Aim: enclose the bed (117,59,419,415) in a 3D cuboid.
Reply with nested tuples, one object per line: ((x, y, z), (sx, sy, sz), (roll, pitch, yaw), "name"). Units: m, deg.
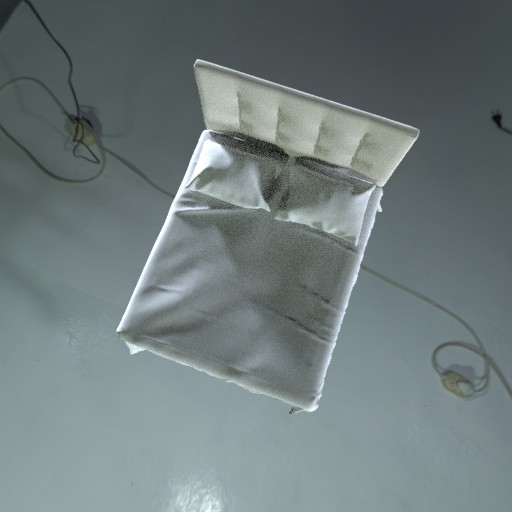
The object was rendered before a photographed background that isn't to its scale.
((0.000, 0.000, 3.575), (1.936, 1.577, 2.222), (19, 77, 5), "bed")
